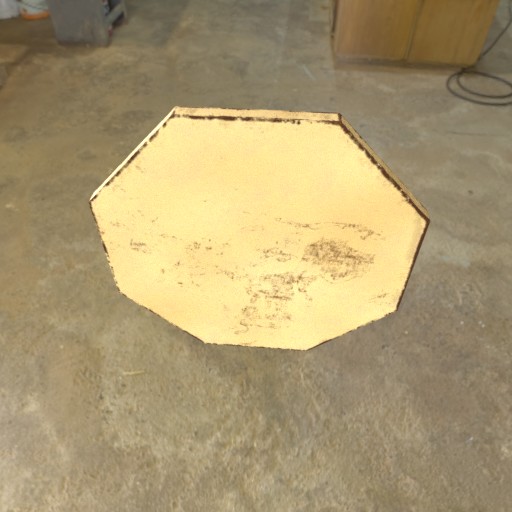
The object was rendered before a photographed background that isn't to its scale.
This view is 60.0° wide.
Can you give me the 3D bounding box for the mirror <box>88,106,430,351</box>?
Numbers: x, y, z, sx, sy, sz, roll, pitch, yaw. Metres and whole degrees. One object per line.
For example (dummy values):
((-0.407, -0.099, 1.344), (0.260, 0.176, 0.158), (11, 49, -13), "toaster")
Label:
((0.000, 0.000, 0.941), (0.648, 0.648, 0.031), (3, 45, 3), "mirror")
